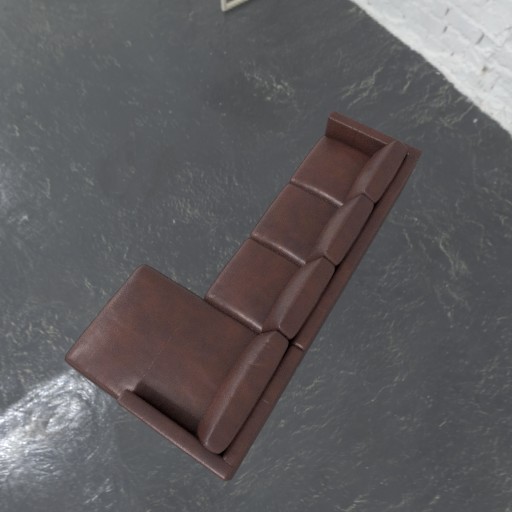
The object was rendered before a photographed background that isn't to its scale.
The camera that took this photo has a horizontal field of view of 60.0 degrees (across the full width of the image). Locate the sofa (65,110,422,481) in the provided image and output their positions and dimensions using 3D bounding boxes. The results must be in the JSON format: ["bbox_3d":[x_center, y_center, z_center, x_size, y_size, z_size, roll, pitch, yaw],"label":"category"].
[{"bbox_3d":[0.000,0.000,3.900,1.581,0.883,3.203,30,67,14],"label":"sofa"}]
